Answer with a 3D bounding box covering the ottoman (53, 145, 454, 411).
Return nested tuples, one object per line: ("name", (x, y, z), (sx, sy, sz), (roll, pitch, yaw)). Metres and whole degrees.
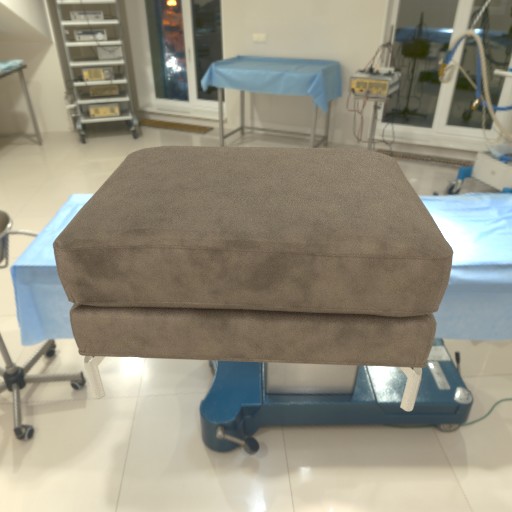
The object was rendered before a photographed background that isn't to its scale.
("ottoman", (0.000, 0.000, 1.063), (0.719, 0.456, 0.520), (1, 32, 2))
